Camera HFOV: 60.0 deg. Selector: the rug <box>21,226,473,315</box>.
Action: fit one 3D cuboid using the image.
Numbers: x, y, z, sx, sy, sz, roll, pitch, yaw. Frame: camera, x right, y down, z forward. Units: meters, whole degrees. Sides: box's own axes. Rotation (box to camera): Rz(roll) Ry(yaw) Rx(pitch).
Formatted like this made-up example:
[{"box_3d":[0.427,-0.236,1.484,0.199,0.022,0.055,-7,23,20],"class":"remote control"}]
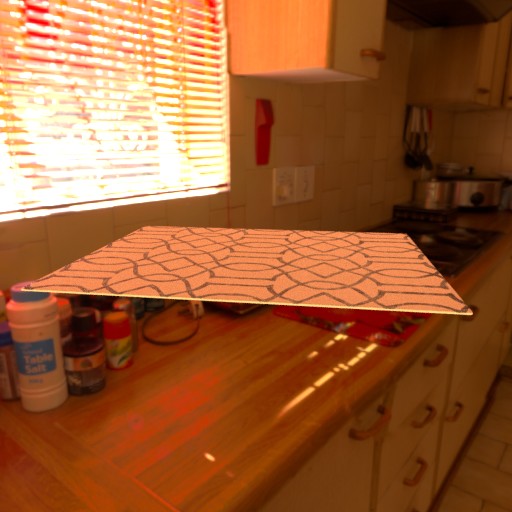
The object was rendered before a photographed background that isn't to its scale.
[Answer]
[{"box_3d":[0.000,0.000,3.856,2.910,0.021,2.211,2,15,8],"class":"rug"}]
